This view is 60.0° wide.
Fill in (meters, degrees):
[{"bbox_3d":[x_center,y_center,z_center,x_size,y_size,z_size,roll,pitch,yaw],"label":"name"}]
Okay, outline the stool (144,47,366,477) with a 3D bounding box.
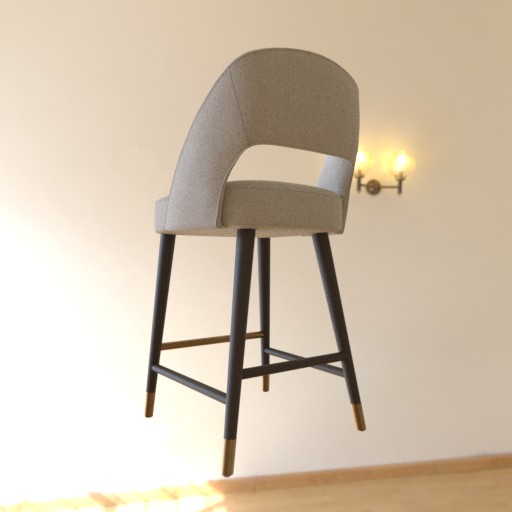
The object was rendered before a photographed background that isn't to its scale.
[{"bbox_3d":[0.000,0.000,1.228,0.494,0.940,0.509,0,0,-36],"label":"stool"}]
